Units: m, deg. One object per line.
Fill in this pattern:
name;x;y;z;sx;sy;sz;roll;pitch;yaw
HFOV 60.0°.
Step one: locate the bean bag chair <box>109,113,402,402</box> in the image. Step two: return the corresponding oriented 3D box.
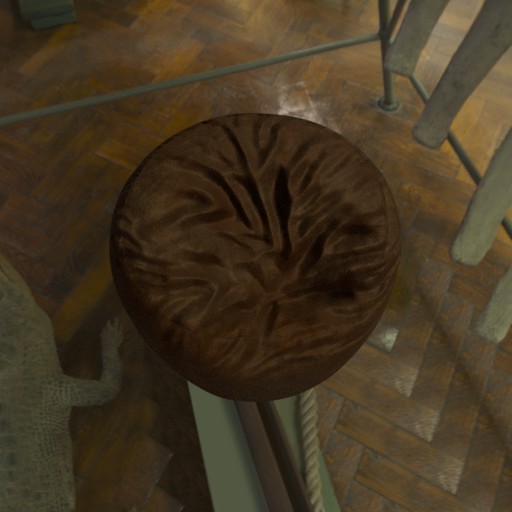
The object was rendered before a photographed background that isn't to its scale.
bean bag chair;0.000;0.000;1.530;0.918;0.616;0.918;0;64;0
